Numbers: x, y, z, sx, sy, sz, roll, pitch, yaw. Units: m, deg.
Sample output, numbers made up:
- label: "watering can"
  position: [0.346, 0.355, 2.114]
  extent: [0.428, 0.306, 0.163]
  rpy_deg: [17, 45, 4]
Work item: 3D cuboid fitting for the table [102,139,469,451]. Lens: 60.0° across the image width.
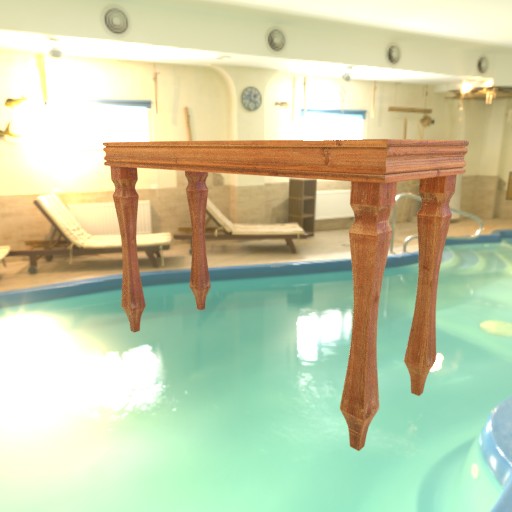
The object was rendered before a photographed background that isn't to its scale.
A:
- label: "table"
  position: [0.000, 0.000, 1.743]
  extent: [1.330, 0.873, 0.522]
  rpy_deg: [13, 19, 42]
